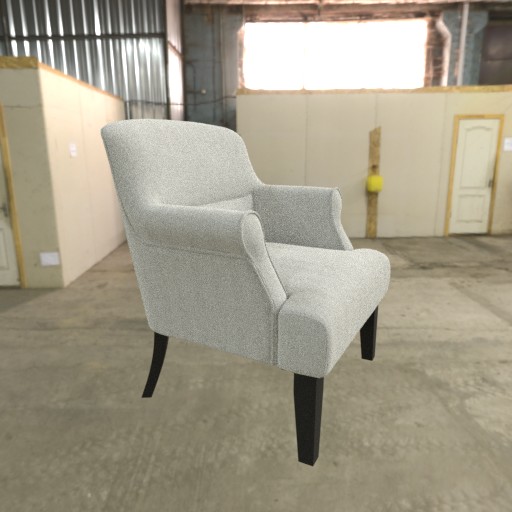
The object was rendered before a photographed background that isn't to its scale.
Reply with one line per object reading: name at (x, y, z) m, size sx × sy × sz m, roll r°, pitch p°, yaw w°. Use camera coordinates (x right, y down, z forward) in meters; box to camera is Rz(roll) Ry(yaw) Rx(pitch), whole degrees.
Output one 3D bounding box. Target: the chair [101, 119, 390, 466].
chair at (0.000, 0.000, 1.465) m, size 0.750 × 0.875 × 0.781 m, roll 7°, pitch 16°, yaw 27°
